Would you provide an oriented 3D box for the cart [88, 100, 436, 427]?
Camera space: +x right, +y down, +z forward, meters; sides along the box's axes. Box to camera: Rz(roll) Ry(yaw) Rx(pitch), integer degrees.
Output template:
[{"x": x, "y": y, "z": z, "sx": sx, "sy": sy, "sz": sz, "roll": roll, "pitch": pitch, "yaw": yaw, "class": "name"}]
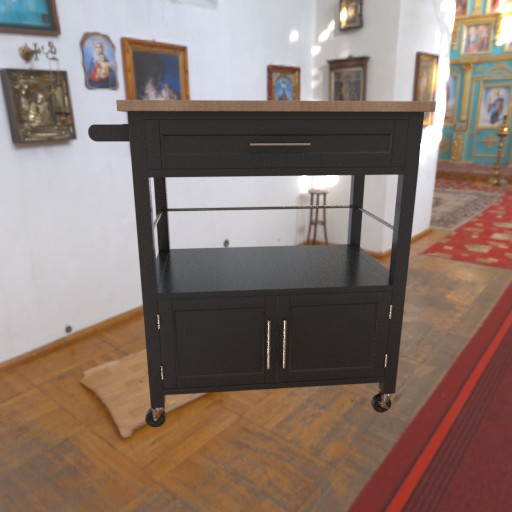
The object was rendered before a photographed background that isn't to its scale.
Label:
[{"x": 0.000, "y": 0.000, "z": 1.389, "sx": 0.840, "sy": 0.901, "sz": 0.459, "roll": -2, "pitch": 17, "yaw": -6, "class": "cart"}]
